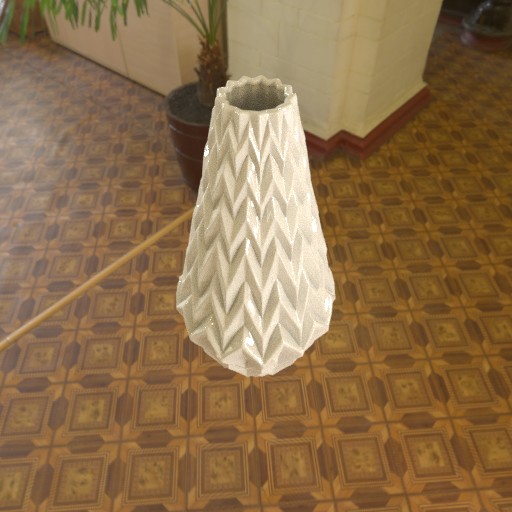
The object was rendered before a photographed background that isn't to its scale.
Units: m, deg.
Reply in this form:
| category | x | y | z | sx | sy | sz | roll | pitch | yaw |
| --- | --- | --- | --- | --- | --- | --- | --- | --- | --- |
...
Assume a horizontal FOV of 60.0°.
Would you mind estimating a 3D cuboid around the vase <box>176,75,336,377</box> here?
| category | x | y | z | sx | sy | sz | roll | pitch | yaw |
| --- | --- | --- | --- | --- | --- | --- | --- | --- | --- |
| vase | 0.000 | 0.000 | 0.422 | 0.167 | 0.328 | 0.167 | 0 | 48 | 0 |
